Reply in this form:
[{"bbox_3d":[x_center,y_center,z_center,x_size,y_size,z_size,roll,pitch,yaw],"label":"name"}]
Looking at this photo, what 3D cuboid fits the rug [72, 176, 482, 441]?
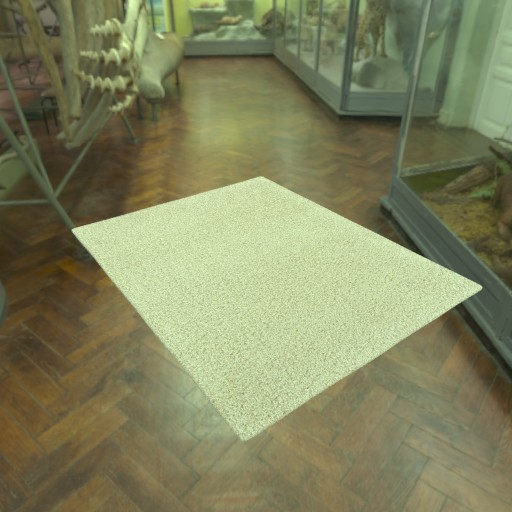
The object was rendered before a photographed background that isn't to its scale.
[{"bbox_3d":[0.000,0.000,4.091,2.438,0.029,3.047,-21,38,-30],"label":"rug"}]
